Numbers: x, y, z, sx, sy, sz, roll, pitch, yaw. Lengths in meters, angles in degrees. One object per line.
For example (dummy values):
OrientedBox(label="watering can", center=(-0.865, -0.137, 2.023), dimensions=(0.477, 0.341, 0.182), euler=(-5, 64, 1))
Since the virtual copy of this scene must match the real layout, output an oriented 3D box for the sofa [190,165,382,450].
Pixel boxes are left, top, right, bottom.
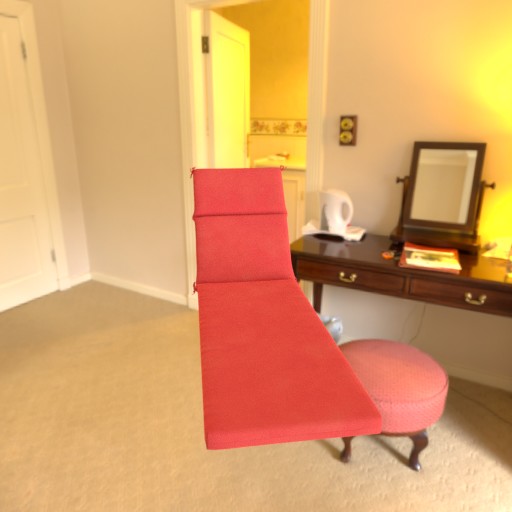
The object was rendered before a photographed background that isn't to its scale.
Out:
OrientedBox(label="sofa", center=(0.000, 0.000, 1.953), dimensions=(0.582, 0.622, 1.663), euler=(-2, 18, -8))
